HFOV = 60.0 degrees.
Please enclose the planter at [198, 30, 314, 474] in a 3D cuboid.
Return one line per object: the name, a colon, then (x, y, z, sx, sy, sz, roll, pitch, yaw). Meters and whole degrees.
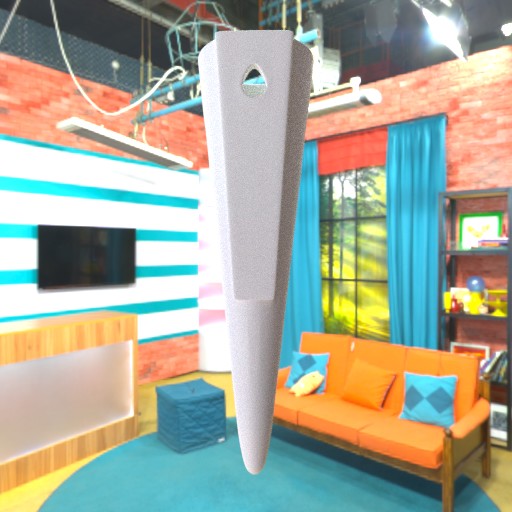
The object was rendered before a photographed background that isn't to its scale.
planter: (0.000, 0.000, 0.221, 0.057, 0.193, 0.064, 0, 0, 1)
